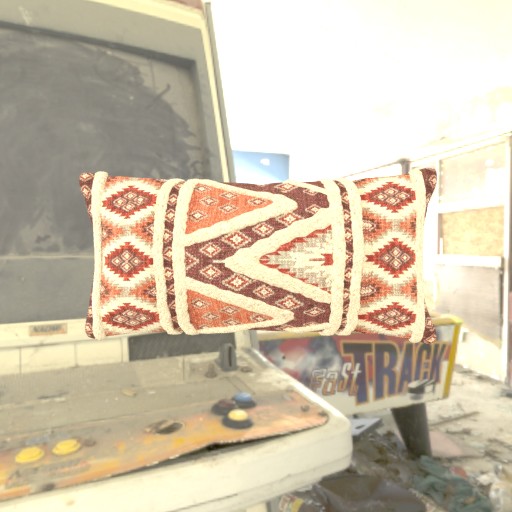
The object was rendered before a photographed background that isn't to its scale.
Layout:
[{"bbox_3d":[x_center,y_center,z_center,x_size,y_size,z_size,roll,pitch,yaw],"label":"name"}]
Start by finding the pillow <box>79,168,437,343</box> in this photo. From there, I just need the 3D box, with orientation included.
[{"bbox_3d":[0.000,0.000,0.749,0.608,0.295,0.161,0,1,2],"label":"pillow"}]
